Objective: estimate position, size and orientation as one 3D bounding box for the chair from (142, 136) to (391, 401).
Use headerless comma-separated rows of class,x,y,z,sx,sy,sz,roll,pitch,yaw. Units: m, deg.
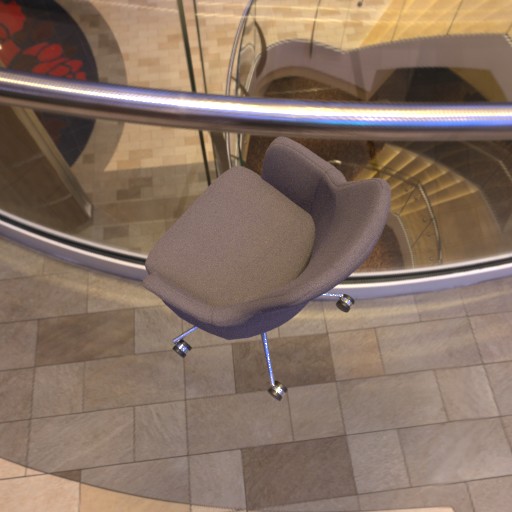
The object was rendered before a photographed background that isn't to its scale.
chair,0.000,0.000,1.297,0.600,0.820,0.655,35,70,15
